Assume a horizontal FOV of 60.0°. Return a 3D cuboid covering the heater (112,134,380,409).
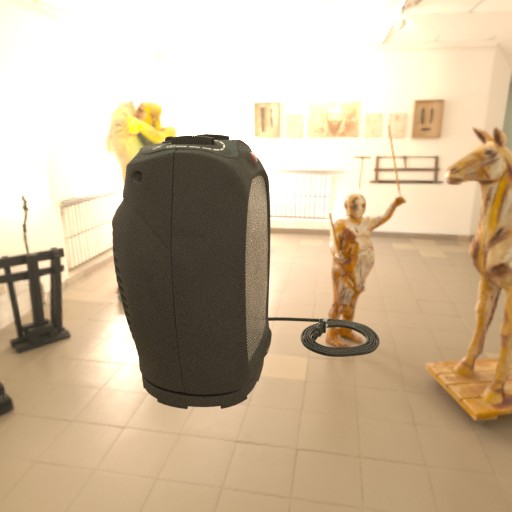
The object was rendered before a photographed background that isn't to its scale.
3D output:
[{"bbox_3d":[0.000,0.000,0.480,0.291,0.255,0.239,3,17,9],"label":"heater"}]
